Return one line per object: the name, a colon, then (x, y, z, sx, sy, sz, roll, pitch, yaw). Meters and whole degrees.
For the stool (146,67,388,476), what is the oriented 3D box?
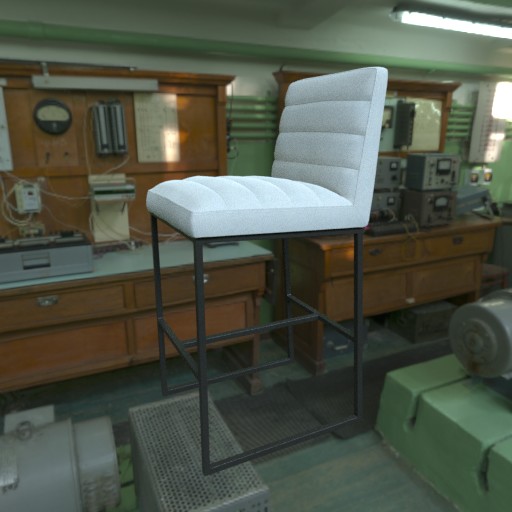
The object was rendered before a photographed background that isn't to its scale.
stool: (0.000, 0.000, 1.354, 0.573, 1.061, 0.464, -8, 17, -25)
